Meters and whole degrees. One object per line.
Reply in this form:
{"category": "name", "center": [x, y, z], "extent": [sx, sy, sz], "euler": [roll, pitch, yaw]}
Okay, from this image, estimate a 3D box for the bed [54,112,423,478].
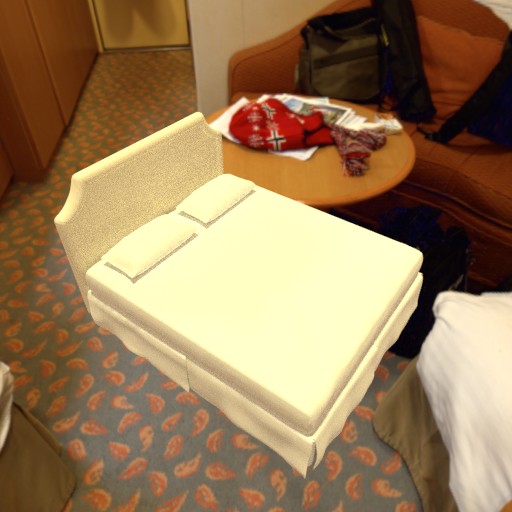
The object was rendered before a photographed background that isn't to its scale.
{"category": "bed", "center": [0.000, 0.000, 4.224], "extent": [2.773, 1.590, 2.350], "euler": [26, 48, 26]}
